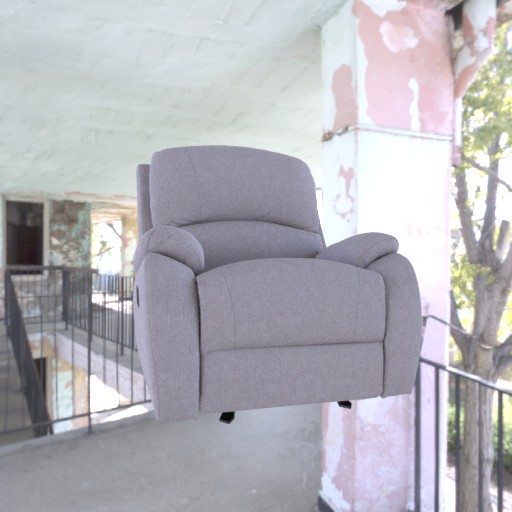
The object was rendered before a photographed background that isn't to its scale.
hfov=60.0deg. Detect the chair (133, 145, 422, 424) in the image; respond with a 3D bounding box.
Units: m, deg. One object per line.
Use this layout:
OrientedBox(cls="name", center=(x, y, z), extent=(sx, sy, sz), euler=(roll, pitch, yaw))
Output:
OrientedBox(cls="chair", center=(0.000, 0.000, 1.750), extent=(0.930, 1.011, 0.899), euler=(0, 0, -18))
